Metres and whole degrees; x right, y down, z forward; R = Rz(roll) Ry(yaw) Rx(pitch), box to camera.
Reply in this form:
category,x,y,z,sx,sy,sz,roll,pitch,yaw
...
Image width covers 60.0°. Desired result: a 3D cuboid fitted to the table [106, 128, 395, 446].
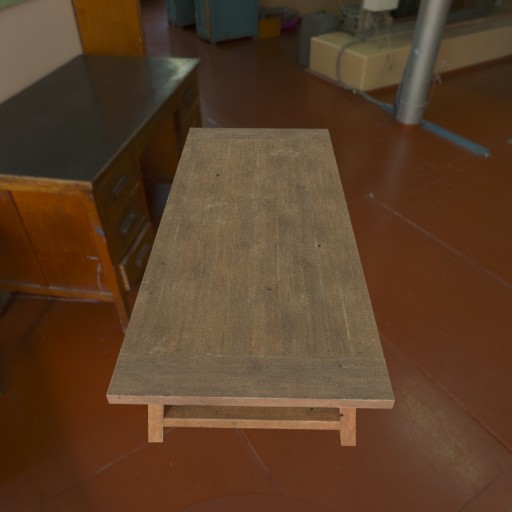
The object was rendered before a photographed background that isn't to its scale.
category,x,y,z,sx,sy,sz,roll,pitch,yaw
table,0.000,0.000,2.095,0.820,0.465,1.800,1,40,1
